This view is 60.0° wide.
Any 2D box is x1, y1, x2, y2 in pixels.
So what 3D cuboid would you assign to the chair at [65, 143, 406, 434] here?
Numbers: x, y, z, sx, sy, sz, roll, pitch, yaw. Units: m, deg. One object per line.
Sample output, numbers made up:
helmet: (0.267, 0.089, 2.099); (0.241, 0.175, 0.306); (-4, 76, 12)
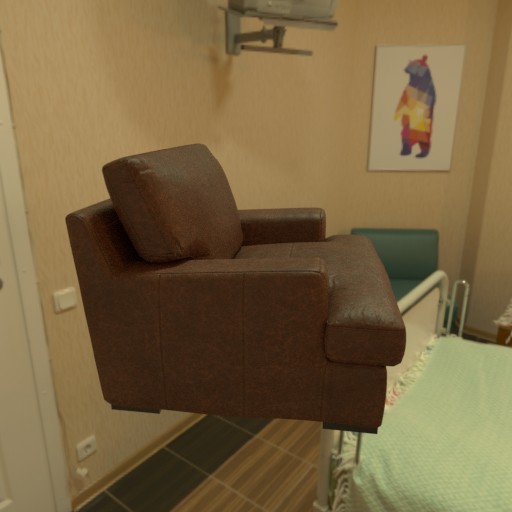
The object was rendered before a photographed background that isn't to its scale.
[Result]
chair: (0.000, 0.000, 1.986); (1.143, 0.939, 1.168); (2, 17, 8)
